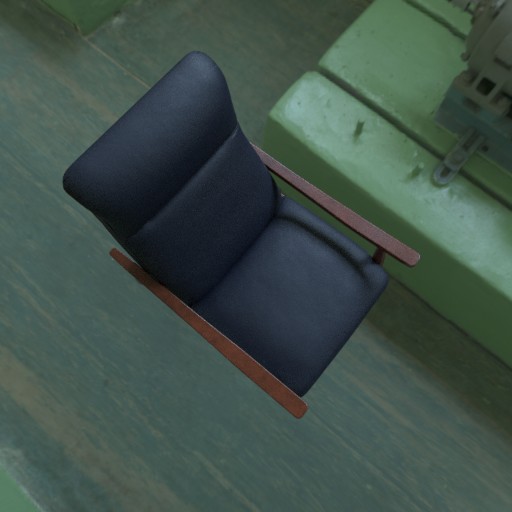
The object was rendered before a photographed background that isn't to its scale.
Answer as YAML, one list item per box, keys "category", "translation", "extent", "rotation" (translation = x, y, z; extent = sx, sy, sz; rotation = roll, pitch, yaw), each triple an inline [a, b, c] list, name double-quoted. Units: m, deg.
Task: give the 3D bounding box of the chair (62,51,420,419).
- category: "chair"
  translation: [0.000, 0.000, 1.775]
  extent: [1.014, 1.082, 0.762]
  rotation: [38, 77, 10]
